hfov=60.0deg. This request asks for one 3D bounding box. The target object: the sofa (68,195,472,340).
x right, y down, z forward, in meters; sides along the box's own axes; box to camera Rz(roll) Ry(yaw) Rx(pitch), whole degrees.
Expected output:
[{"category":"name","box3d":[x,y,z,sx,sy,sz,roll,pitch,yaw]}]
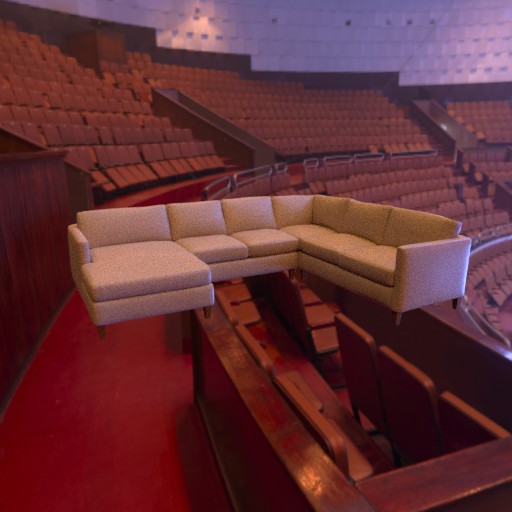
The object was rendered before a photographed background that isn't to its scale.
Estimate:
[{"category":"sofa","box3d":[0.000,0.000,4.692,3.460,0.961,2.594,-8,17,-27]}]
